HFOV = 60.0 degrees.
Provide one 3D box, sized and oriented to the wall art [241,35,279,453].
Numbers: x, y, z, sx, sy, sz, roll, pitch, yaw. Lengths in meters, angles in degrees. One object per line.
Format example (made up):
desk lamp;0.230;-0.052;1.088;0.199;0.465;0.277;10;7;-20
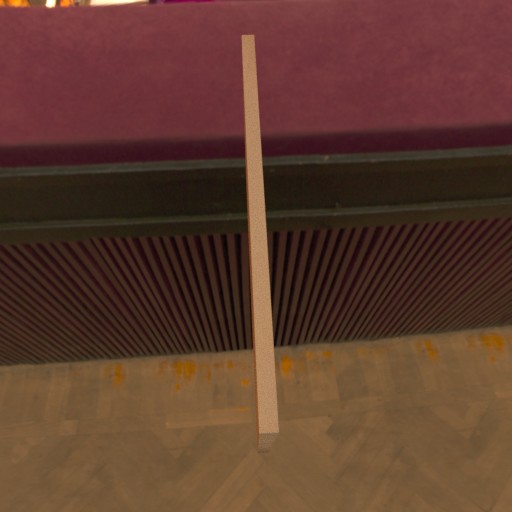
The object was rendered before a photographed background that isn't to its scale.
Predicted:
wall art;0.000;0.000;0.780;0.021;0.410;0.615;-2;64;-1
